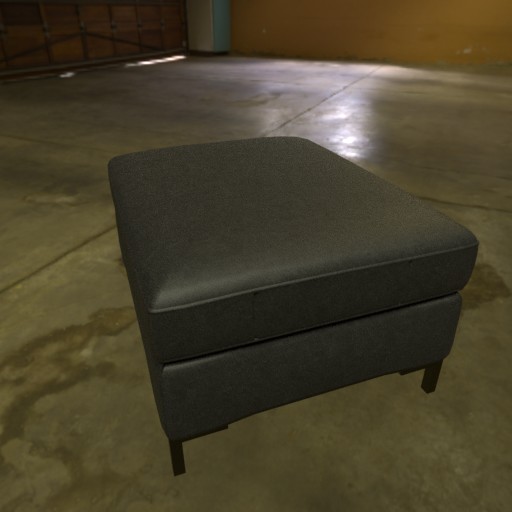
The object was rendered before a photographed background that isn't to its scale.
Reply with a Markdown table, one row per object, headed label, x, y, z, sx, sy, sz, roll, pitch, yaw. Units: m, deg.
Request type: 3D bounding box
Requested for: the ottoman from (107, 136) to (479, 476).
| label | x | y | z | sx | sy | sz | roll | pitch | yaw |
| --- | --- | --- | --- | --- | --- | --- | --- | --- | --- |
| ottoman | 0.000 | 0.000 | 1.727 | 0.967 | 0.696 | 1.187 | -10 | 31 | -18 |
